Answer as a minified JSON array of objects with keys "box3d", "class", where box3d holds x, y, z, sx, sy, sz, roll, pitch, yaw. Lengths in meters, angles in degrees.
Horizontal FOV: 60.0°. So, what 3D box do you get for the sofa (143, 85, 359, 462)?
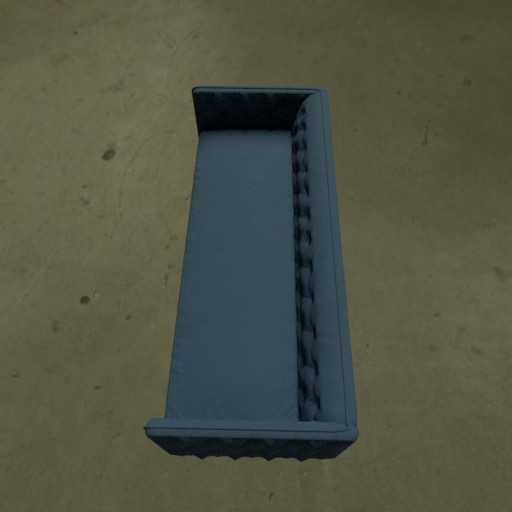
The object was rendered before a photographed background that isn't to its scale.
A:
[{"box3d":[0.000,0.000,2.662,0.895,0.771,2.209,1,59,1],"class":"sofa"}]
